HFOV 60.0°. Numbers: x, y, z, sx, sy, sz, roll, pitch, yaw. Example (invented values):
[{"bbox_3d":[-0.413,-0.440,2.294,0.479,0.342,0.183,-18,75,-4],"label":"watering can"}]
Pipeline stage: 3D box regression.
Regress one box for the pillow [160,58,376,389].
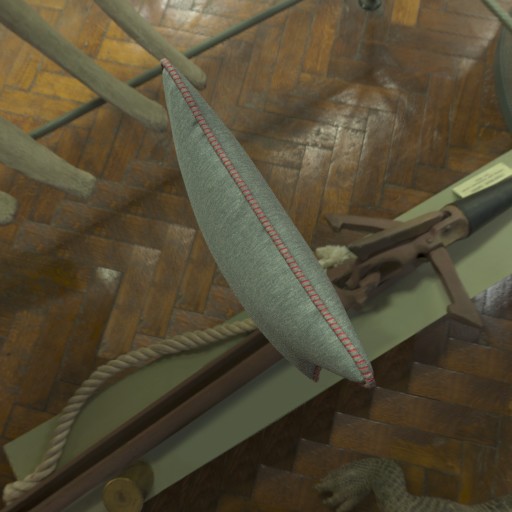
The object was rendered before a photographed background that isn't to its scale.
[{"bbox_3d":[0.000,0.000,0.741,0.124,0.491,0.482,-30,77,-8],"label":"pillow"}]
